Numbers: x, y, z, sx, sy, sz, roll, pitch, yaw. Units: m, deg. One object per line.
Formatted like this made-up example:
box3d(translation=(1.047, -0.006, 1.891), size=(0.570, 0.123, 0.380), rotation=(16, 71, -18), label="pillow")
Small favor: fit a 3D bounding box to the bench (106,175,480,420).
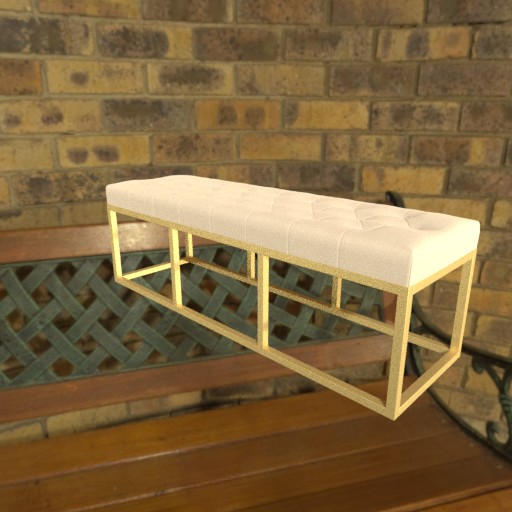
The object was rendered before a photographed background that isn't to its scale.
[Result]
box3d(translation=(0.000, 0.000, 1.746), size=(1.473, 0.484, 0.457), rotation=(17, 24, 42), label="bench")
